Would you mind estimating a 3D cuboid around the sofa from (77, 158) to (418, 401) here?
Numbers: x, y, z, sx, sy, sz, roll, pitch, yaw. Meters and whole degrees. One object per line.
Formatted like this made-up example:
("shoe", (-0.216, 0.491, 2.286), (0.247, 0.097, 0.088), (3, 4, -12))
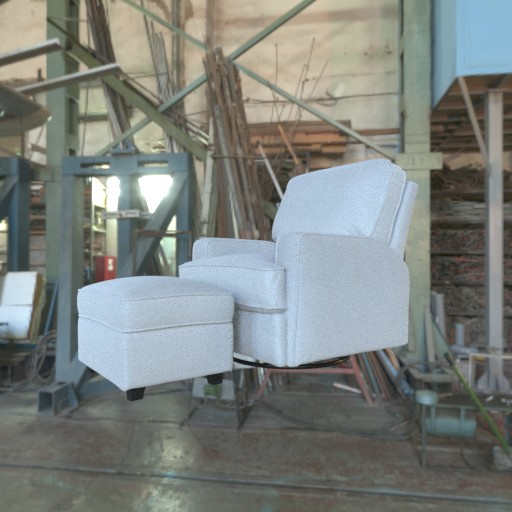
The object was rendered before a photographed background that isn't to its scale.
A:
("sofa", (0.000, 0.000, 2.057), (1.472, 0.959, 0.861), (0, 0, -37))
